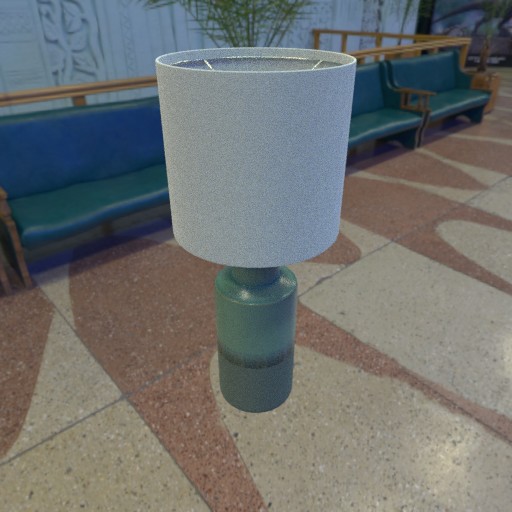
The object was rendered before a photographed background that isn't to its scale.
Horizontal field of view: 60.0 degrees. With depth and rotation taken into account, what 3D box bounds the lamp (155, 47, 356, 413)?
[{"bbox_3d":[0.000,0.000,0.599,0.212,0.493,0.212,-22,37,-33],"label":"lamp"}]
